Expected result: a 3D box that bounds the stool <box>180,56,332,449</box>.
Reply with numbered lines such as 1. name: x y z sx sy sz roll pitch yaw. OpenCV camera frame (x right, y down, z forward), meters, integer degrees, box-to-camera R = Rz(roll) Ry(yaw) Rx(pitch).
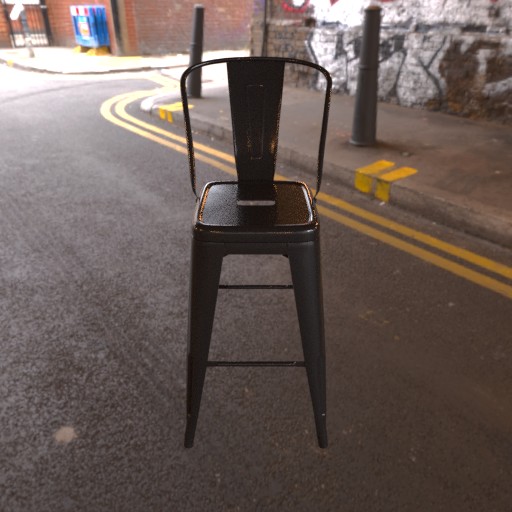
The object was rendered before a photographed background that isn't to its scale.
1. stool: 0.000 0.000 1.293 0.432 1.022 0.528 0 29 0
